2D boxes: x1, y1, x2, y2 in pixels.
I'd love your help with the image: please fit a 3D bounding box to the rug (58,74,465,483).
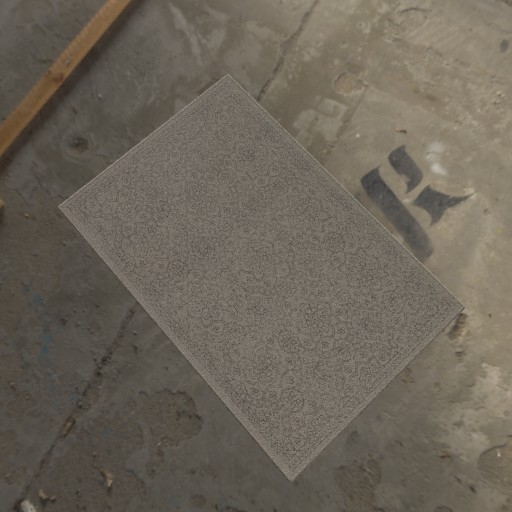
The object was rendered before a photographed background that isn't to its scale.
[{"bbox_3d":[0.000,0.000,2.312,1.219,0.010,1.829,-41,80,-9],"label":"rug"}]
